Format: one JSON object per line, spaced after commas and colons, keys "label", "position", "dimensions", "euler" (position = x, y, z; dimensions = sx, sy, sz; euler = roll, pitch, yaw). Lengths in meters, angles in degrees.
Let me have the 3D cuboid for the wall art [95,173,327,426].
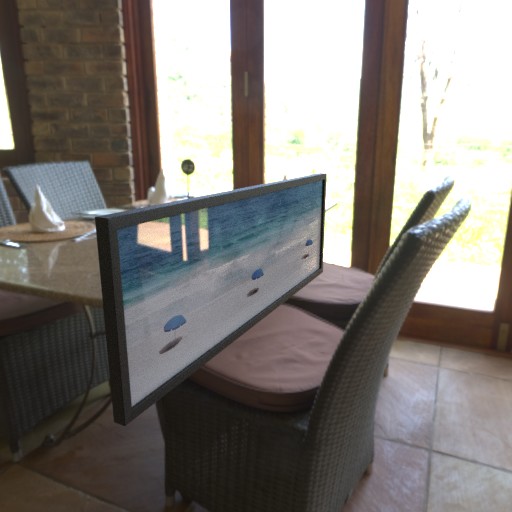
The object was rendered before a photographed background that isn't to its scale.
{"label": "wall art", "position": [0.000, 0.000, 1.779], "dimensions": [0.041, 0.554, 1.572], "euler": [8, 17, 26]}
